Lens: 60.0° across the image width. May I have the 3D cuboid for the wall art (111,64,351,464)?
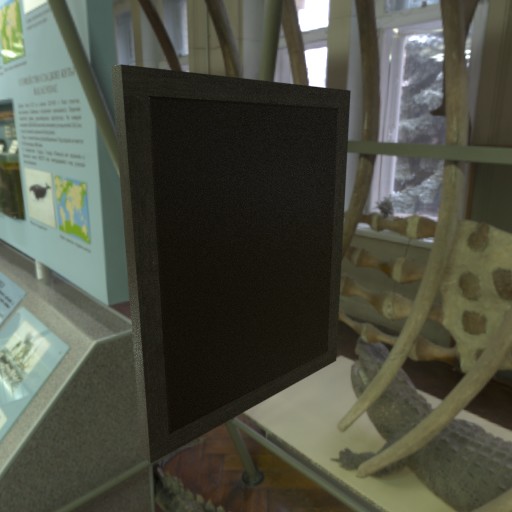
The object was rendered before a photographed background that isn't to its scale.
[{"bbox_3d":[0.000,0.000,0.786,0.479,0.580,0.027,-14,21,-41],"label":"wall art"}]
